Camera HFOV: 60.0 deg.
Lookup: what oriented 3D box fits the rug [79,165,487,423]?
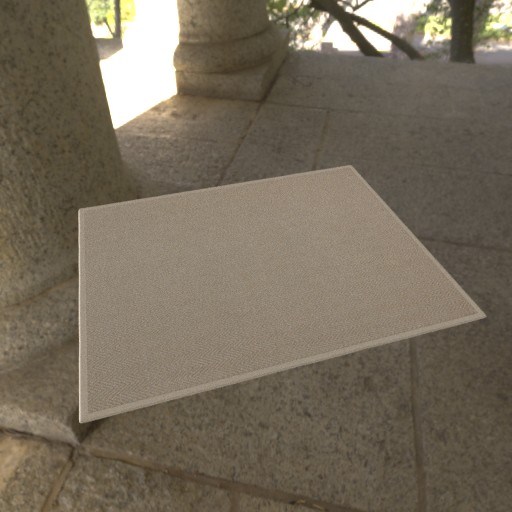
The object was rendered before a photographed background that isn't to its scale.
[{"bbox_3d":[0.000,0.000,3.983,3.051,0.020,2.407,-11,43,-12],"label":"rug"}]
